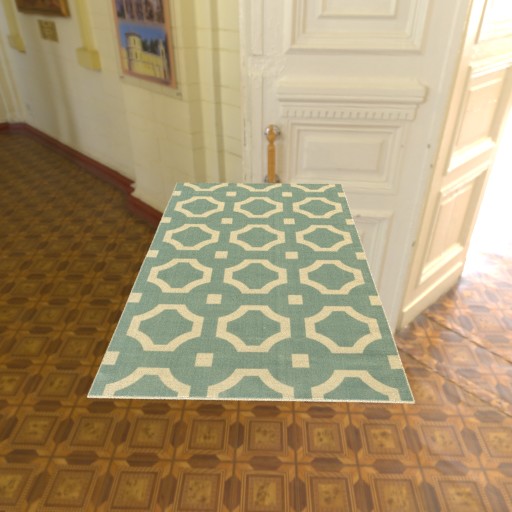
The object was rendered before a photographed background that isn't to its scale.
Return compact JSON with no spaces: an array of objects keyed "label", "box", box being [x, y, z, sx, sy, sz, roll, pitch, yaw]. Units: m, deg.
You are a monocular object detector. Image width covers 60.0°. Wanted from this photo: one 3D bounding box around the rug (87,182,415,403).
[{"label":"rug","box":[0.000,0.000,3.079,1.528,0.015,2.443,1,33,1]}]
